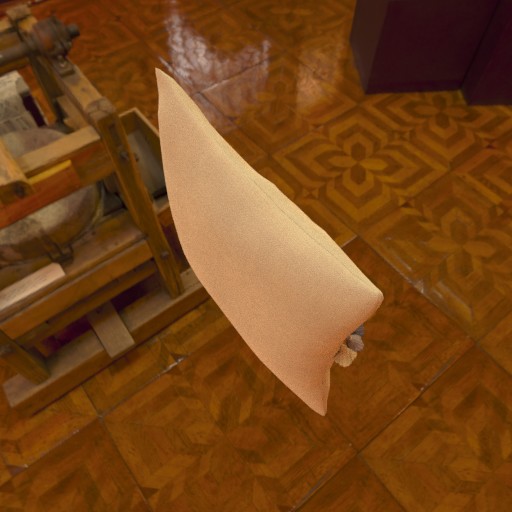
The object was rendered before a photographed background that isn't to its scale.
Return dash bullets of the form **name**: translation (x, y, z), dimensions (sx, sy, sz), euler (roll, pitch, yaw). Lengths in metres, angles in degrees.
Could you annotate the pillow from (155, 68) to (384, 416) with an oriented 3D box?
- **pillow**: translation (0.000, 0.000, 0.752), dimensions (0.165, 0.481, 0.489), euler (-31, 63, -18)
